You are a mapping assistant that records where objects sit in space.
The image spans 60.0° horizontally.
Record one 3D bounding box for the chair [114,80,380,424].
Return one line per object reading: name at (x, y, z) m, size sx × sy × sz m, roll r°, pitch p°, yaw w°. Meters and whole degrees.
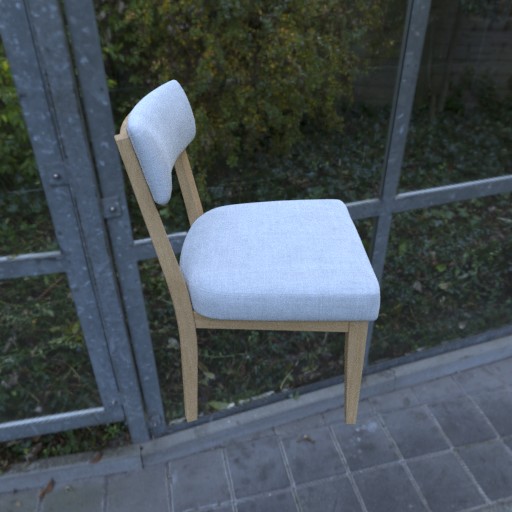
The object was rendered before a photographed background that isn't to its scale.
chair at (0.000, 0.000, 1.212) m, size 0.572 × 0.832 × 0.508 m, roll 0°, pitch 31°, yaw 0°
